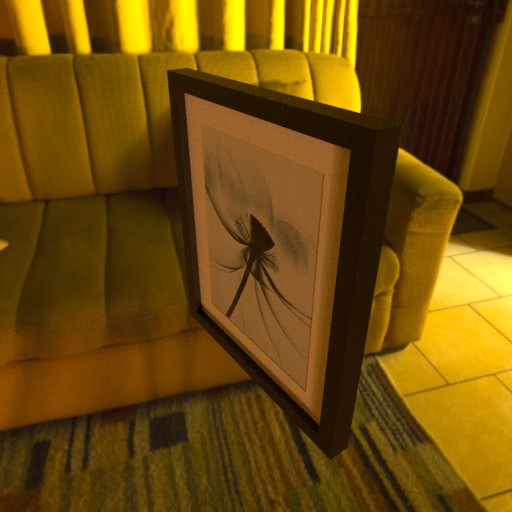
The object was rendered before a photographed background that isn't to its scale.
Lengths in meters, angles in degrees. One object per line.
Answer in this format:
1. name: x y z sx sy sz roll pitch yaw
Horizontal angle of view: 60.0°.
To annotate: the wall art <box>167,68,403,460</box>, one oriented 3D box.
1. wall art: 0.000 0.000 0.535 0.029 0.381 0.330 -21 37 -30
